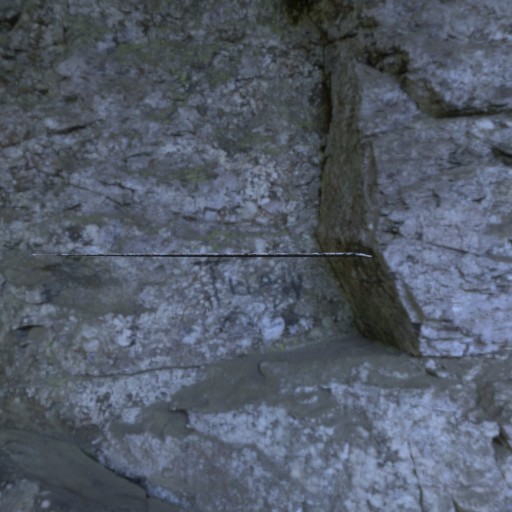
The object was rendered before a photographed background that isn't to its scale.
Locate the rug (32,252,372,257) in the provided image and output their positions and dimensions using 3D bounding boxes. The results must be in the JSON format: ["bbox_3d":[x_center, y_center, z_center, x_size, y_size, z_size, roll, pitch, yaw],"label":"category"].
[{"bbox_3d":[0.000,0.000,3.055,1.524,0.011,2.438,0,0,16],"label":"rug"}]
